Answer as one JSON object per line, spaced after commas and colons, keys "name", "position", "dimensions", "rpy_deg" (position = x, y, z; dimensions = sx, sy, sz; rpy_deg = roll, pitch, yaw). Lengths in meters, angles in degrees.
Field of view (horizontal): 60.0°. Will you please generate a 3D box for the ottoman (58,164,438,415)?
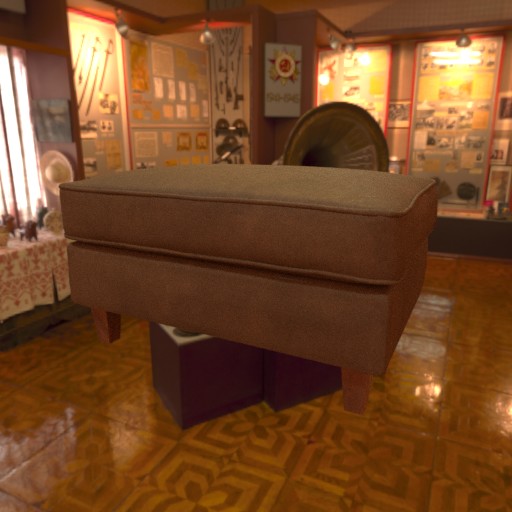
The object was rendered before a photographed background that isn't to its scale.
{"name": "ottoman", "position": [0.000, 0.000, 1.215], "dimensions": [0.860, 0.481, 0.596], "rpy_deg": [8, 17, 26]}
